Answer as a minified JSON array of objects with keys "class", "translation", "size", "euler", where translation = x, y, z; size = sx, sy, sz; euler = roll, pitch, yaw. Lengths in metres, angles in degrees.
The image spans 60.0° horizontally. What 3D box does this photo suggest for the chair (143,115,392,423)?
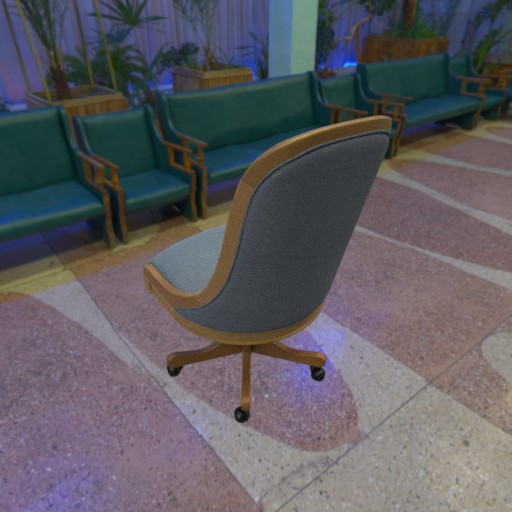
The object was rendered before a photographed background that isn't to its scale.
[{"class":"chair","translation":[0.000,0.000,1.473],"size":[0.605,1.031,0.735],"euler":[-21,37,-30]}]
